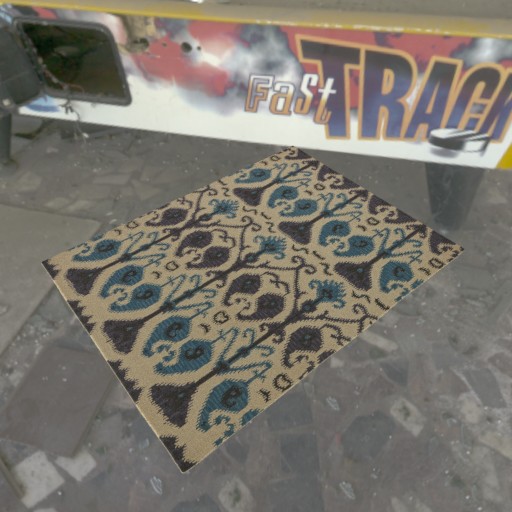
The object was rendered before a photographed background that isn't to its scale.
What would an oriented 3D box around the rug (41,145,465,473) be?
[{"bbox_3d":[0.000,0.000,4.209,3.228,0.024,2.443,-30,52,-27],"label":"rug"}]
